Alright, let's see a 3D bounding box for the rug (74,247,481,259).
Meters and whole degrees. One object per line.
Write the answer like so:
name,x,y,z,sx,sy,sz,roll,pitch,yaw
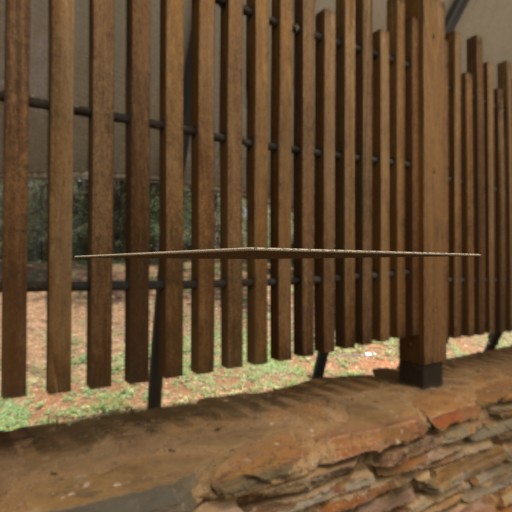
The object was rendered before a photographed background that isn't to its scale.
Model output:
rug,0.000,0.000,4.174,2.441,0.017,3.050,1,-1,-38
